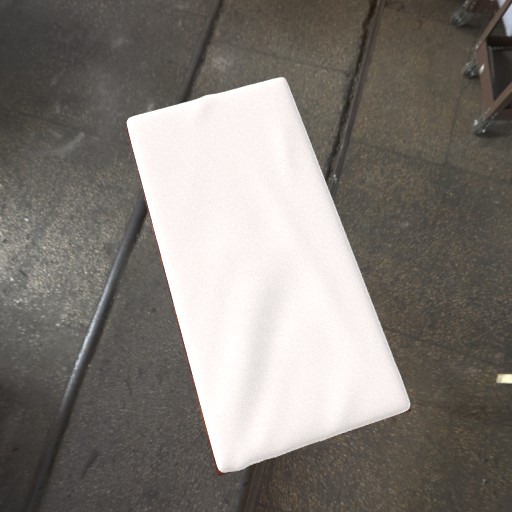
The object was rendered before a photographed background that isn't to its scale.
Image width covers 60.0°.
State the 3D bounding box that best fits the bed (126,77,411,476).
[{"bbox_3d":[0.000,0.000,2.264,0.940,0.312,1.860,-17,75,-5],"label":"bed"}]
